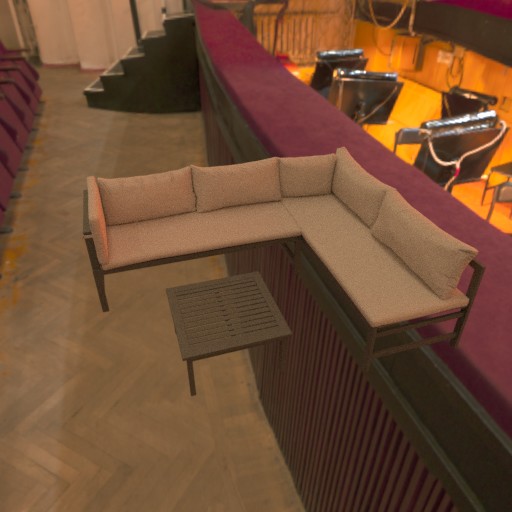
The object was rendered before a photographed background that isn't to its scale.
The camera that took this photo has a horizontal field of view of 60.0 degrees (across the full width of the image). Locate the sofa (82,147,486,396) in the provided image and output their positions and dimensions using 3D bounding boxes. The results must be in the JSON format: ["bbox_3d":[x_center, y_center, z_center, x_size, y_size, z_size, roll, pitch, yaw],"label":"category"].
[{"bbox_3d":[0.000,0.000,2.932,2.096,0.758,1.658,-10,36,-14],"label":"sofa"}]
